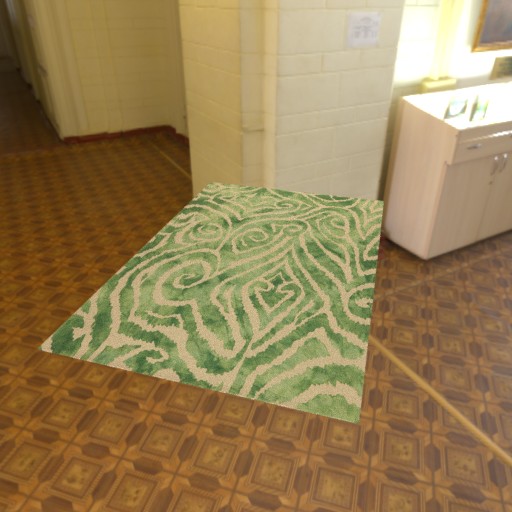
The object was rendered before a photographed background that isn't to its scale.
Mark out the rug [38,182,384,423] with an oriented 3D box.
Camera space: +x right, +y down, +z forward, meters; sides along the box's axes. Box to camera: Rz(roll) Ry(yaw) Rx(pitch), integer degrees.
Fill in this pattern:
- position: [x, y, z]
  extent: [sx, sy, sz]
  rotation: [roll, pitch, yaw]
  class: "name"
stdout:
- position: [0.000, 0.000, 2.316]
  extent: [1.220, 0.006, 1.826]
  rotation: [9, 32, 14]
  class: "rug"
